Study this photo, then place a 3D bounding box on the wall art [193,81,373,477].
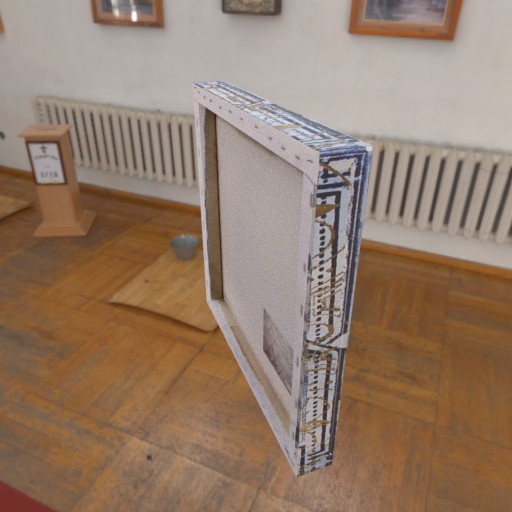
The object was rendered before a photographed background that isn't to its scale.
[{"bbox_3d":[0.000,0.000,0.464,0.038,0.306,0.302,-11,31,-19],"label":"wall art"}]
